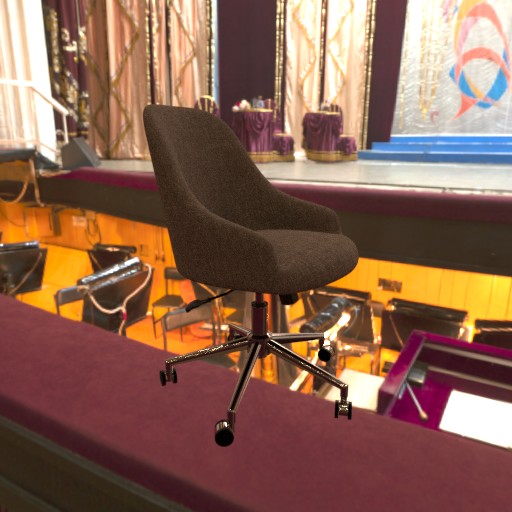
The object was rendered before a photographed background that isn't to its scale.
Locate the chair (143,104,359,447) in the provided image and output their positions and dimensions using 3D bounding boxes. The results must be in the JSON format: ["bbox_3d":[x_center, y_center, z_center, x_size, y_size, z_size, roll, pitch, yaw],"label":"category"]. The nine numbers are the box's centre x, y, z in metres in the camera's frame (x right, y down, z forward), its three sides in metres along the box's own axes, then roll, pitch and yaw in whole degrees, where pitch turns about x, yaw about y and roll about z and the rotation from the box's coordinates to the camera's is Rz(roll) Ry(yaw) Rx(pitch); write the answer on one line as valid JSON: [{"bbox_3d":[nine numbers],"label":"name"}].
[{"bbox_3d":[0.000,0.000,1.439,0.712,0.950,0.671,8,17,28],"label":"chair"}]
